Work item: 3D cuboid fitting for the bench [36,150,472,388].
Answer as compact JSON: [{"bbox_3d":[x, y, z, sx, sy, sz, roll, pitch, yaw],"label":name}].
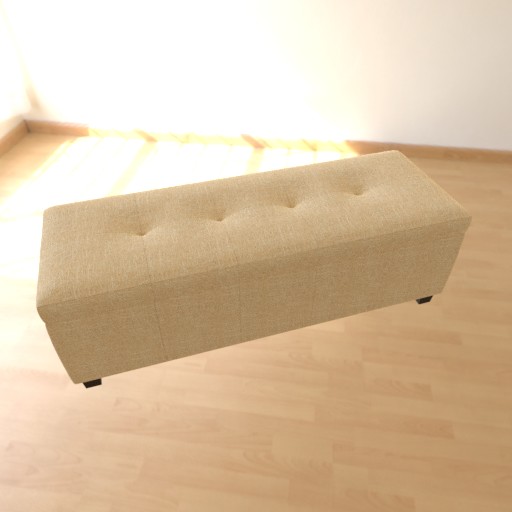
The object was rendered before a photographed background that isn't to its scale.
[{"bbox_3d":[0.000,0.000,1.433,1.219,0.406,0.432,-12,43,-13],"label":"bench"}]
